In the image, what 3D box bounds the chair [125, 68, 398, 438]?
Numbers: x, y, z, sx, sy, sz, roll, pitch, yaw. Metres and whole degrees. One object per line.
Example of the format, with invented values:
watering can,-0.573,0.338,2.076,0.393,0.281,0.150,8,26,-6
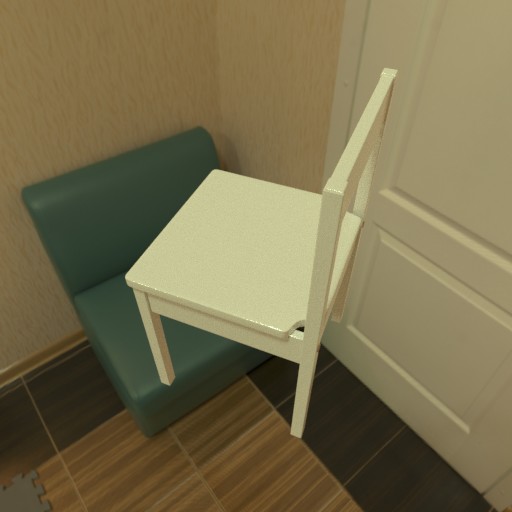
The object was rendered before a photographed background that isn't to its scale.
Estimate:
chair,0.000,0.000,0.891,0.361,0.668,0.367,16,48,15
